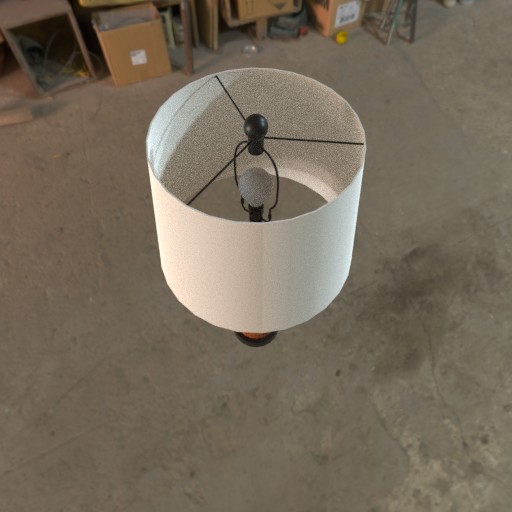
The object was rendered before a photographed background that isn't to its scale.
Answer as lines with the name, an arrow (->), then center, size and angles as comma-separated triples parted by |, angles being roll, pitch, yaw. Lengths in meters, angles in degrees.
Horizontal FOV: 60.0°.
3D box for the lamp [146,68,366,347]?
lamp -> 0.000, 0.000, 0.846 | 0.349, 0.667, 0.349 | 0, 58, 0
